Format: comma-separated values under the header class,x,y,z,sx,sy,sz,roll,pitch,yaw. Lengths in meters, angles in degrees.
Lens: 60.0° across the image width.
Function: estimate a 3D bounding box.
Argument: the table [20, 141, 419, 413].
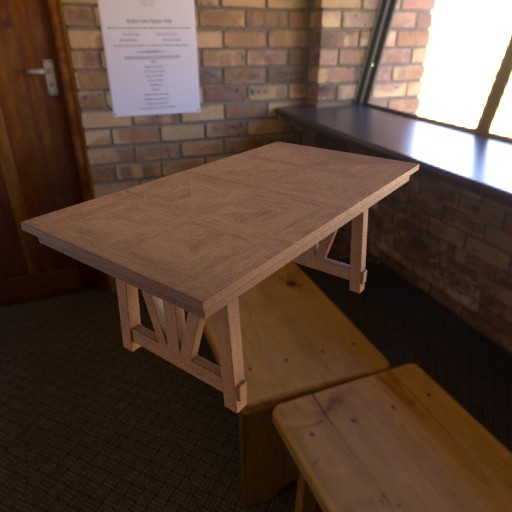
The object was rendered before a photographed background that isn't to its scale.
class,x,y,z,sx,sy,sz,roll,pitch,yaw
table,0.000,0.000,2.398,1.016,0.768,1.881,19,32,32
